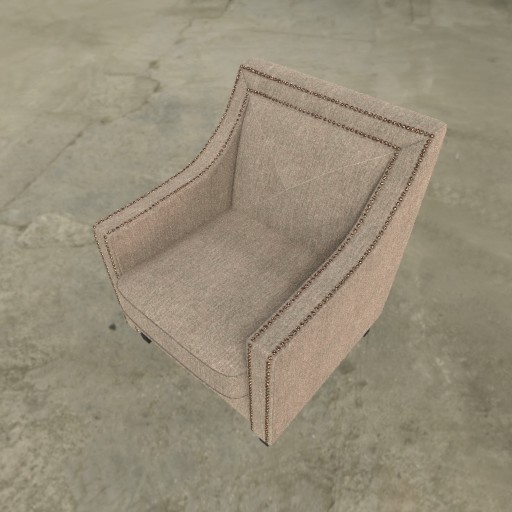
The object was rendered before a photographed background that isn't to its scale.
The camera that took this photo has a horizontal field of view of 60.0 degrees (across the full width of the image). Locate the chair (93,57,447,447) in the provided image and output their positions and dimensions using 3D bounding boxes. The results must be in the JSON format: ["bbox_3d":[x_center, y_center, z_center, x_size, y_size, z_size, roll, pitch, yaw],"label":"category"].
[{"bbox_3d":[0.000,0.000,1.581,0.776,0.967,0.884,32,53,27],"label":"chair"}]
